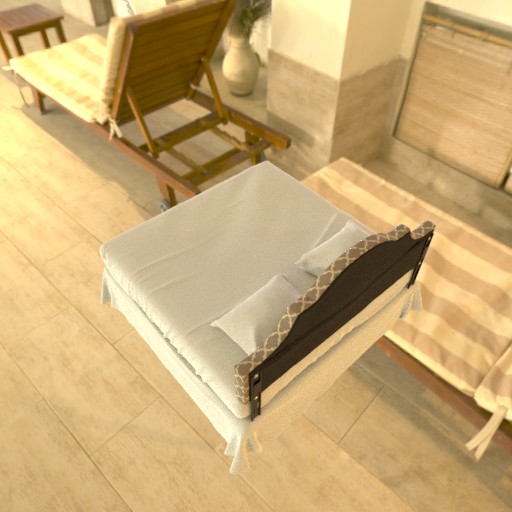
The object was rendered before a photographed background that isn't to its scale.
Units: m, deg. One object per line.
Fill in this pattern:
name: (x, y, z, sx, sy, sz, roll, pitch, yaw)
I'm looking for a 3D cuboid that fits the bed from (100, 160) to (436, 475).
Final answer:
bed: (0.000, 0.000, 3.795, 2.314, 1.601, 2.222, -32, 54, -27)
